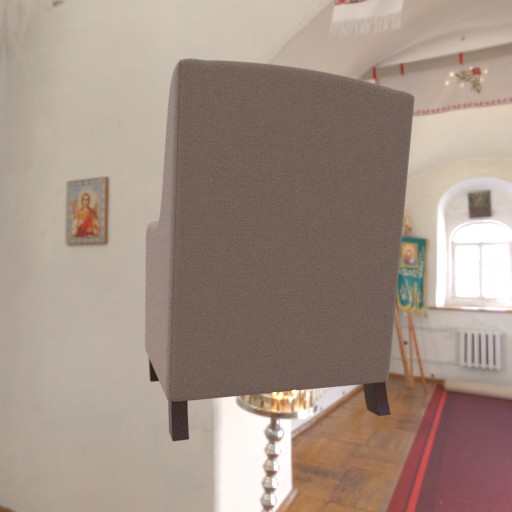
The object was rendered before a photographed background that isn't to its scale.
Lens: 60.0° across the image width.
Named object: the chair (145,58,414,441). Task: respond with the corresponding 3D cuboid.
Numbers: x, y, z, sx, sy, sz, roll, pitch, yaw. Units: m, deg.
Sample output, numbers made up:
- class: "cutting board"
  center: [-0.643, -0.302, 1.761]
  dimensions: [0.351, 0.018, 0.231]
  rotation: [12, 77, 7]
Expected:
- class: "chair"
  center: [0.000, 0.000, 1.609]
  dimensions: [0.715, 1.017, 0.896]
  rotation: [1, -2, -19]
